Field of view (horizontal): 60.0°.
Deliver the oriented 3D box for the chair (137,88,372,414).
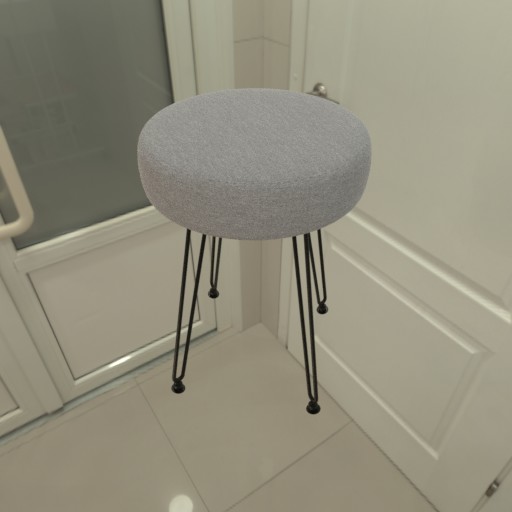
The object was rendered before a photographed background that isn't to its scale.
[{"bbox_3d":[0.000,0.000,0.696,0.350,0.440,0.350,-24,45,-26],"label":"chair"}]
